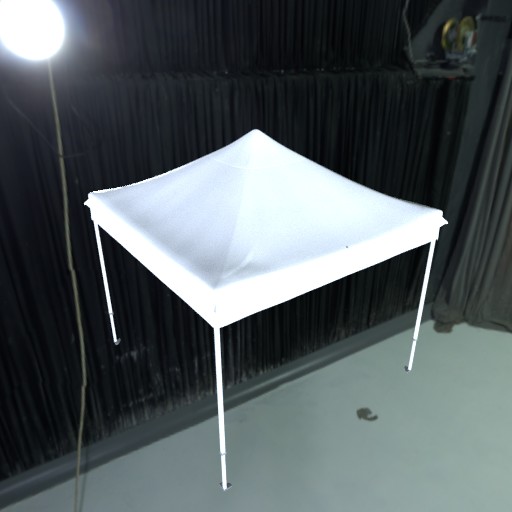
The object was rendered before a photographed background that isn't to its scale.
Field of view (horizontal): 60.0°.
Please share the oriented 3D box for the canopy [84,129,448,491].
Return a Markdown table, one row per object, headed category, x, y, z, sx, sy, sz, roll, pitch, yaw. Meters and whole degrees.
| category | x | y | z | sx | sy | sz | roll | pitch | yaw |
| --- | --- | --- | --- | --- | --- | --- | --- | --- | --- |
| canopy | 0.000 | 0.000 | 5.365 | 2.994 | 2.998 | 2.996 | -18 | 31 | -32 |
